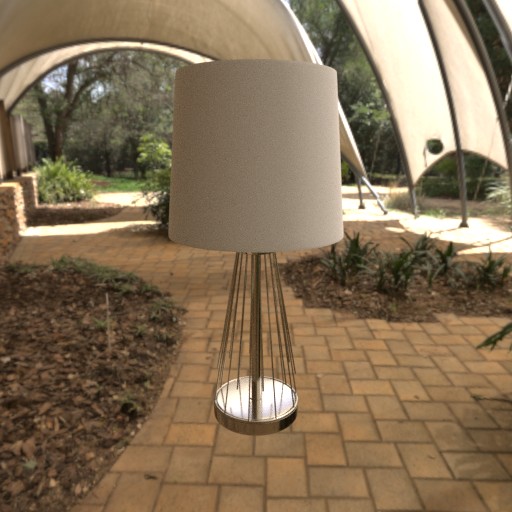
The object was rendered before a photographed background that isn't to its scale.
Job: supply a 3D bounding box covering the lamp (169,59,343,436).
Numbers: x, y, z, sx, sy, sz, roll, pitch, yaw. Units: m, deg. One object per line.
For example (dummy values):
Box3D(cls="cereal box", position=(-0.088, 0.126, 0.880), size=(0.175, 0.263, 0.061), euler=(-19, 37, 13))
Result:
Box3D(cls="lamp", position=(0.000, 0.000, 0.791), size=(0.303, 0.618, 0.303), euler=(0, 14, 0))
